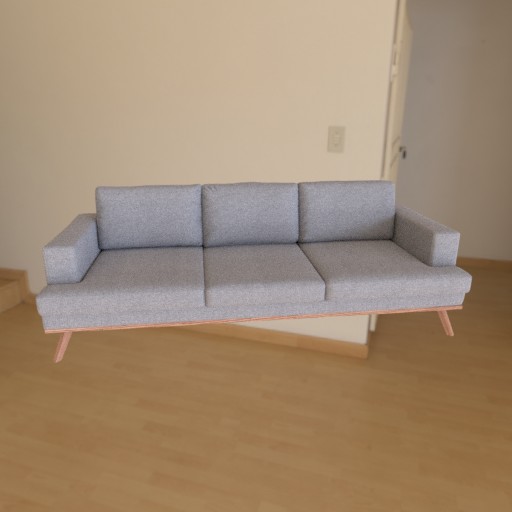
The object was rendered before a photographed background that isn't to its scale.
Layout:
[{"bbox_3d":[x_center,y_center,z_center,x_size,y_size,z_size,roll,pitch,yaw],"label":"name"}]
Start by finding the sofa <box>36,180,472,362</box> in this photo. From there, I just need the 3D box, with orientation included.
[{"bbox_3d":[0.000,0.000,2.724,2.310,0.810,0.920,-2,19,-7],"label":"sofa"}]
